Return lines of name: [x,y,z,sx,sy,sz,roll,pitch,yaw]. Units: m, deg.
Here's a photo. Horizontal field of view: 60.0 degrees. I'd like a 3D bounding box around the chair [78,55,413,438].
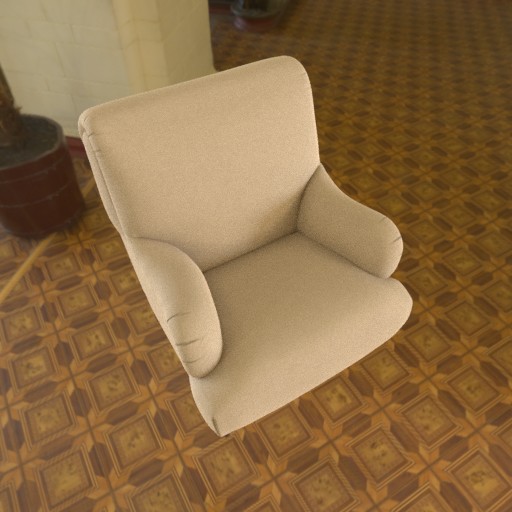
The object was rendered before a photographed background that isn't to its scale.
chair: [0.000,0.000,1.477,0.766,0.942,0.842,-24,52,-20]
